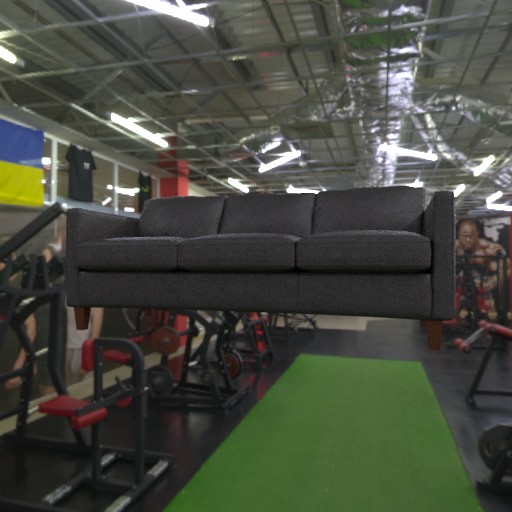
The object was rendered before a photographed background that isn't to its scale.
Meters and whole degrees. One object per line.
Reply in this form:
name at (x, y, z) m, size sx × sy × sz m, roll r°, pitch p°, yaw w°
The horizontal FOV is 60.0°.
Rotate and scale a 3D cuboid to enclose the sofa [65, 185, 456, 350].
sofa at (0.000, 0.000, 3.063) m, size 2.464 × 1.006 × 1.045 m, roll 0°, pitch -1°, yaw 18°
